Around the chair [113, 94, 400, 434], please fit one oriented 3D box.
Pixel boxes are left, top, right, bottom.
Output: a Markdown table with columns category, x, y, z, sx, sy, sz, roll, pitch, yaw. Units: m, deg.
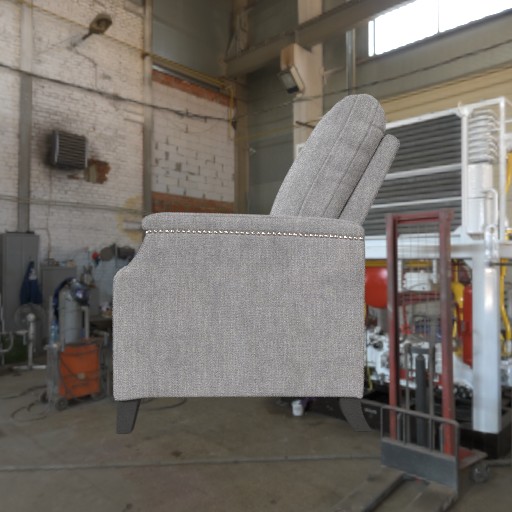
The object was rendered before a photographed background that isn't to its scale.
| category | x | y | z | sx | sy | sz | roll | pitch | yaw |
| --- | --- | --- | --- | --- | --- | --- | --- | --- | --- |
| chair | 0.000 | 0.000 | 1.650 | 0.922 | 1.049 | 0.710 | 0 | -1 | -1 |
